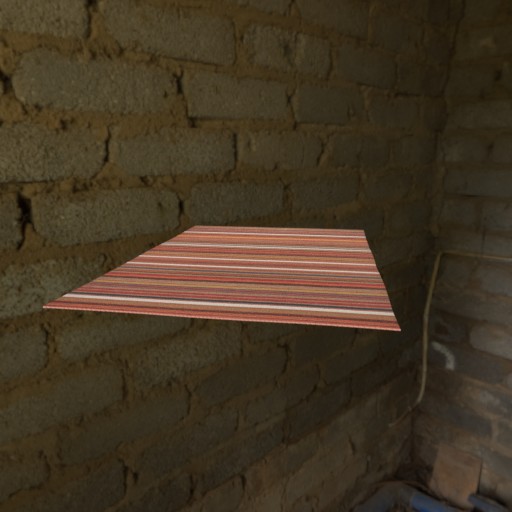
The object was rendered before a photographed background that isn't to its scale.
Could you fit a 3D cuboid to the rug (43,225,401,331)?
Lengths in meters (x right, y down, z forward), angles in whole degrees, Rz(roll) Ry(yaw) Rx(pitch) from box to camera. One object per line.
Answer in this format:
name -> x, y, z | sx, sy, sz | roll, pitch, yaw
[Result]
rug -> 0.000, 0.000, 2.334 | 1.217, 0.007, 1.828 | 2, 13, 9
